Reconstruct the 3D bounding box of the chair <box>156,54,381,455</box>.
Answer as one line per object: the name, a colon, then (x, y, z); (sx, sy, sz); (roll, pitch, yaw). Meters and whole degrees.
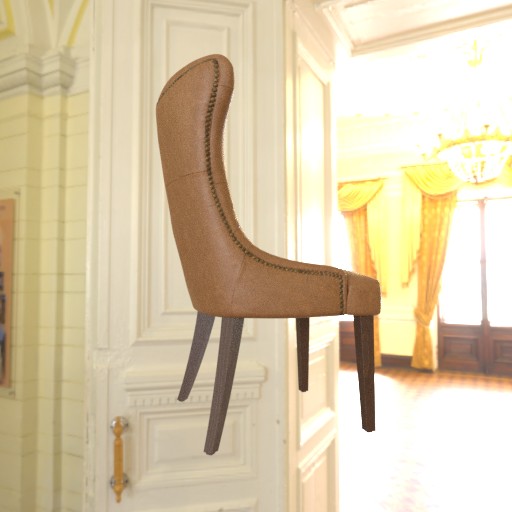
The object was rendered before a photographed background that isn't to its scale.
chair: (0.000, 0.000, 1.493); (0.669, 1.065, 0.611); (1, -3, -18)
